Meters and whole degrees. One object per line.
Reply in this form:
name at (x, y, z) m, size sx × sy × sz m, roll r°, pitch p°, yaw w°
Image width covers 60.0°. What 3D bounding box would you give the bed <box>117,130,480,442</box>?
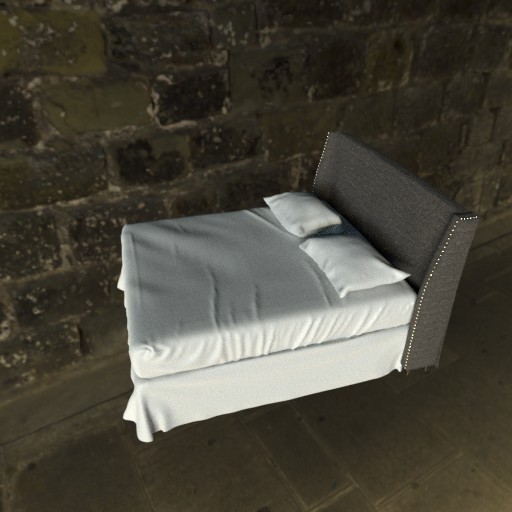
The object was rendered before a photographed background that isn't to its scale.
bed at (0.000, 0.000, 3.490) m, size 2.276 × 1.332 × 1.925 m, roll -9°, pitch 33°, yaw -14°
